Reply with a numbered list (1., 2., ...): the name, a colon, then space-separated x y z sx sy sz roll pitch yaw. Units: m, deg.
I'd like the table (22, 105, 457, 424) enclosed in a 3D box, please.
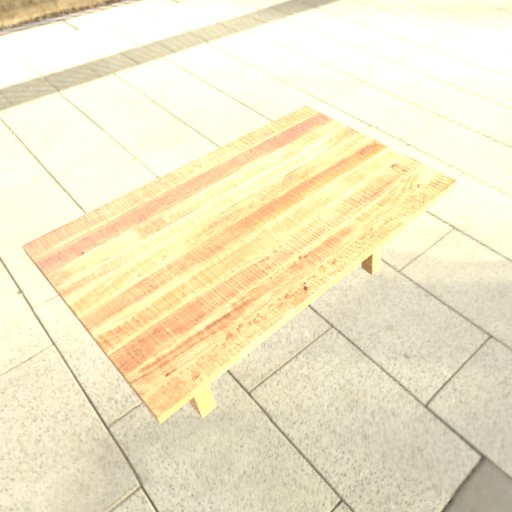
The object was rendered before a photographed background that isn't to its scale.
1. table: 0.000 0.000 1.685 1.320 0.455 0.760 -34 55 -28
